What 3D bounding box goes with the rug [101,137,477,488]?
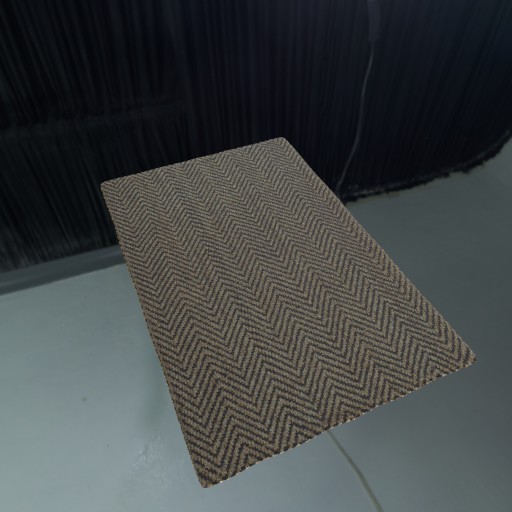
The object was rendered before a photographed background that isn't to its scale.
[{"bbox_3d":[0.000,0.000,2.236,1.219,0.008,1.828,-18,50,-16],"label":"rug"}]
